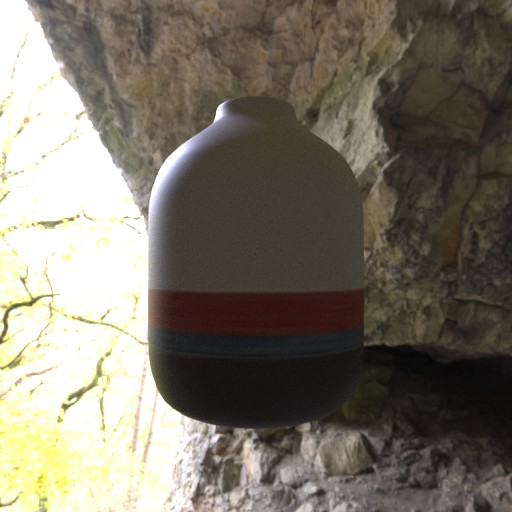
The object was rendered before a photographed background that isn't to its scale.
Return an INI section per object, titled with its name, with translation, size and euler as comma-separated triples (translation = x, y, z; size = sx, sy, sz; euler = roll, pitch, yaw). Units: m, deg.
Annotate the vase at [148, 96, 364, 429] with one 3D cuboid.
[vase]
translation = 0.000, 0.000, 0.357
size = 0.169, 0.237, 0.169
euler = 0, -2, 0
